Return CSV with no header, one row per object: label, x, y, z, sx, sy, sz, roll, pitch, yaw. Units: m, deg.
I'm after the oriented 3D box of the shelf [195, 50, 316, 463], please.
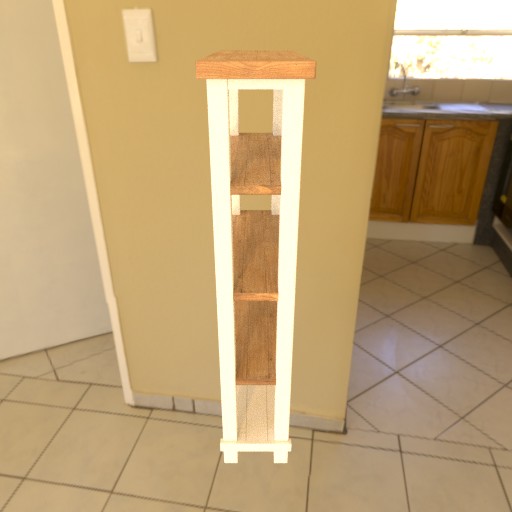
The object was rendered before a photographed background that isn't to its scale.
shelf,0.000,0.000,2.268,0.381,1.878,1.022,0,27,0
